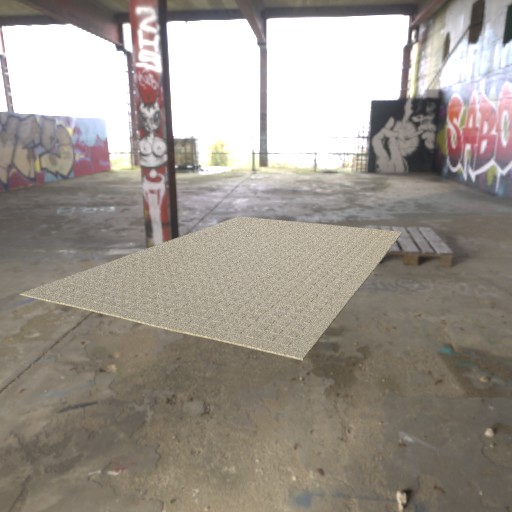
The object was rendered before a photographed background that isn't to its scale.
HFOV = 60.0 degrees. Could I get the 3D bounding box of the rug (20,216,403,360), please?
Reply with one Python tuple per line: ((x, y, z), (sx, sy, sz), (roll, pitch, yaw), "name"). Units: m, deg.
((0.000, 0.000, 2.197), (1.143, 0.006, 1.747), (8, 18, 25), "rug")
